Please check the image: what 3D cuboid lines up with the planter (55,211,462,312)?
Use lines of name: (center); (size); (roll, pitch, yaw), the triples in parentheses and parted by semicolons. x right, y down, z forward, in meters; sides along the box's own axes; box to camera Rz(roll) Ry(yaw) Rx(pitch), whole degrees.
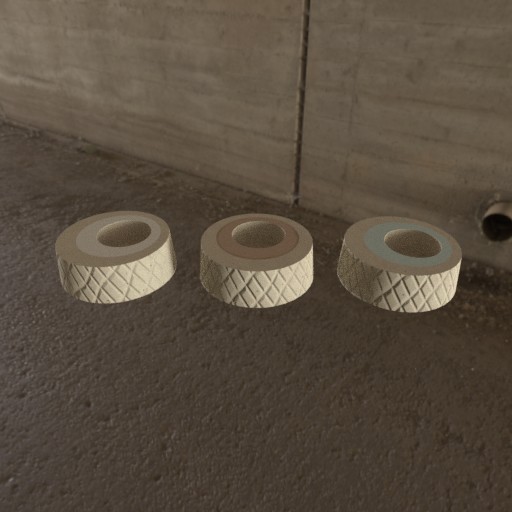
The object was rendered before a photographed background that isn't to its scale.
planter: (0.000, 0.000, 0.436); (0.390, 0.038, 0.114); (1, 33, 2)
